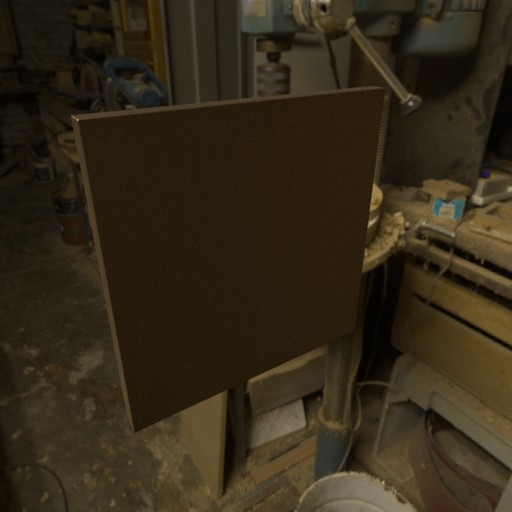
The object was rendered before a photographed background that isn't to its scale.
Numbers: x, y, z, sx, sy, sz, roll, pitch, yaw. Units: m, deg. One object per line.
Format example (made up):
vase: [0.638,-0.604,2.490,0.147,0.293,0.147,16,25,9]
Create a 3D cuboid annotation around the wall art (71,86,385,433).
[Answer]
wall art: [0.000,0.000,0.751,0.503,0.506,0.030,-17,32,-29]
